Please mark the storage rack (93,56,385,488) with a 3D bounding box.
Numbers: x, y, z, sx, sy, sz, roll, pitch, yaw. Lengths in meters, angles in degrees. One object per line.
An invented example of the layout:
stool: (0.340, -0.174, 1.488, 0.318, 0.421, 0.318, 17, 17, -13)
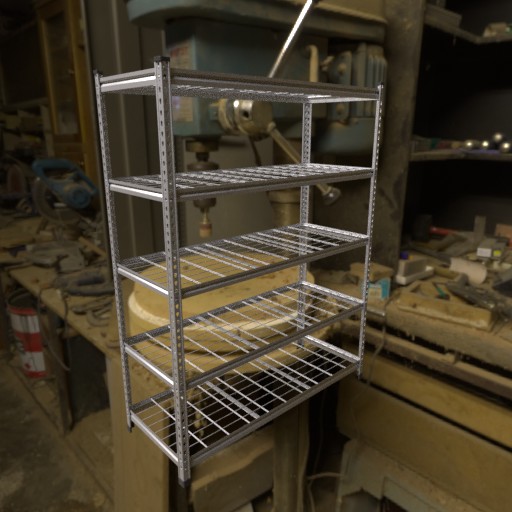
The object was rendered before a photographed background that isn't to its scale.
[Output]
storage rack: (0.000, 0.000, 2.635, 1.524, 1.981, 0.610, -14, 21, -40)
